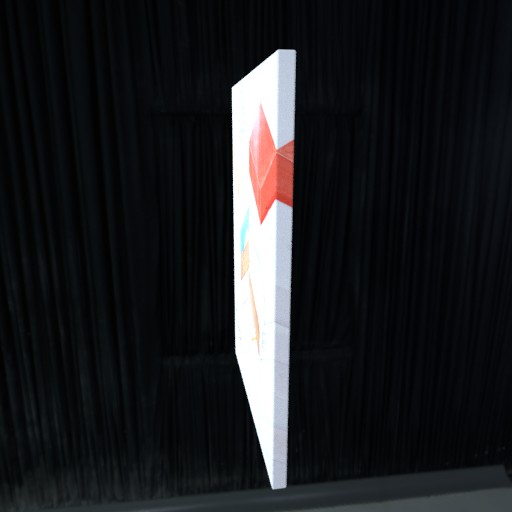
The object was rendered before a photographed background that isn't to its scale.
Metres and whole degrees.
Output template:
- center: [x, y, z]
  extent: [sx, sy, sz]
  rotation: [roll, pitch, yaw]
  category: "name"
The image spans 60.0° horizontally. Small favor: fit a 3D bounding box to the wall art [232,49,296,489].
- center: [0.000, 0.000, 1.108]
  extent: [0.036, 0.848, 0.613]
  rotation: [-3, 16, -9]
  category: "wall art"
